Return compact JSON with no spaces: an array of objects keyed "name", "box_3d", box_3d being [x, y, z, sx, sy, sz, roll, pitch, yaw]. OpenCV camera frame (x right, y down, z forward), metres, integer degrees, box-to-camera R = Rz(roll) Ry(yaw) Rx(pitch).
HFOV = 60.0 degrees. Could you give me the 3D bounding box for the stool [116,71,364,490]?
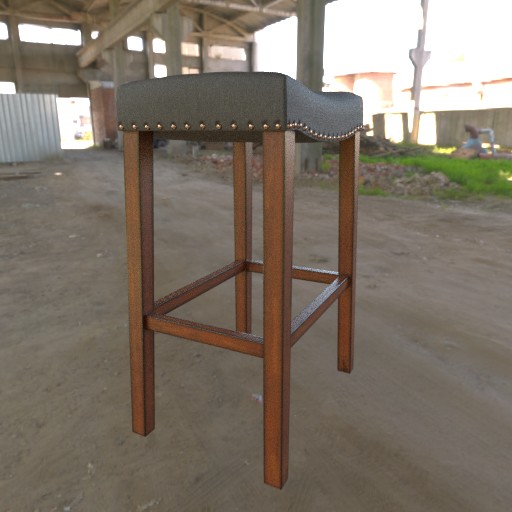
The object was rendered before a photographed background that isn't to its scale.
[{"name":"stool","box_3d":[0.000,0.000,1.029,0.366,0.748,0.502,8,17,26]}]
